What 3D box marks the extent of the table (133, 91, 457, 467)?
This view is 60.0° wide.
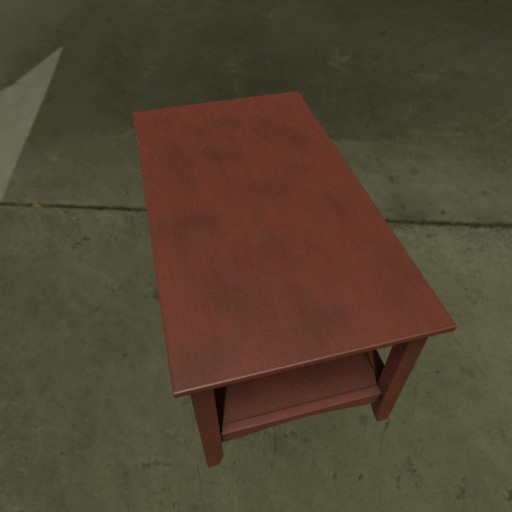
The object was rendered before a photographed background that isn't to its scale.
[{"bbox_3d":[0.000,0.000,1.257,0.533,0.456,0.943,-11,48,-10],"label":"table"}]
